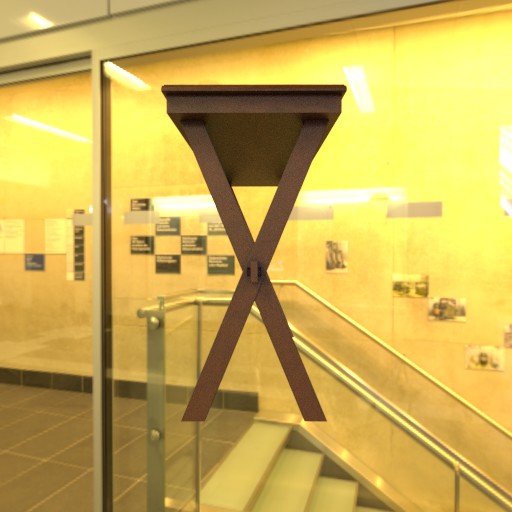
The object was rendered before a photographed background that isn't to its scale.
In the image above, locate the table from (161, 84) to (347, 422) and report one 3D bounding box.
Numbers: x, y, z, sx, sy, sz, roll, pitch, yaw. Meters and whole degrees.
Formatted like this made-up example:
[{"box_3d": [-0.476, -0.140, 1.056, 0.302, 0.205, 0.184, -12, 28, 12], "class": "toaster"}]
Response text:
[{"box_3d": [0.000, 0.000, 1.556, 0.399, 0.763, 1.197, 0, 1, 0], "class": "table"}]
